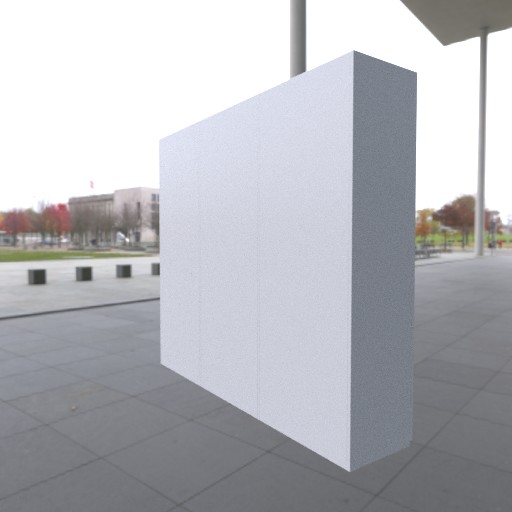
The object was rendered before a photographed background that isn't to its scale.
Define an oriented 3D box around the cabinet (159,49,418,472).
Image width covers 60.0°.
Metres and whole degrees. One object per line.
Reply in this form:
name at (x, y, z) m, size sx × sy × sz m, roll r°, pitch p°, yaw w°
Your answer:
cabinet at (0.000, 0.000, 3.755) m, size 0.590 × 2.370 × 2.700 m, roll -2°, pitch 3°, yaw -35°
